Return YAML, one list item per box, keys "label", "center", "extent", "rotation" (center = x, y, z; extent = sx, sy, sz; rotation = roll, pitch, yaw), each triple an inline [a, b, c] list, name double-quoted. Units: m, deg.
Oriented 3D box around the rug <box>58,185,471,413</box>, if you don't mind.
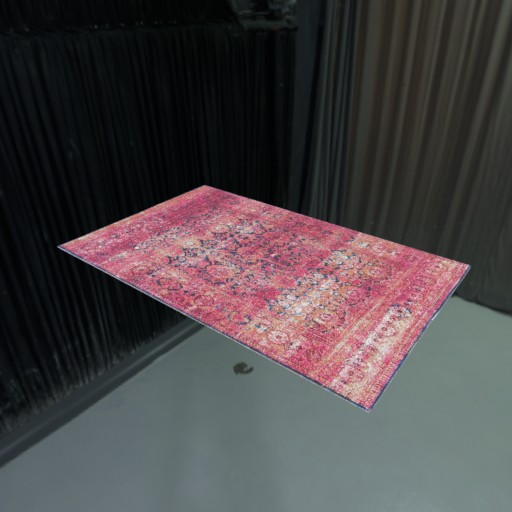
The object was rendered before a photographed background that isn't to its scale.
- label: "rug"
  center: [0.000, 0.000, 3.081]
  extent: [2.449, 0.018, 1.539]
  rotation: [21, 36, 32]
